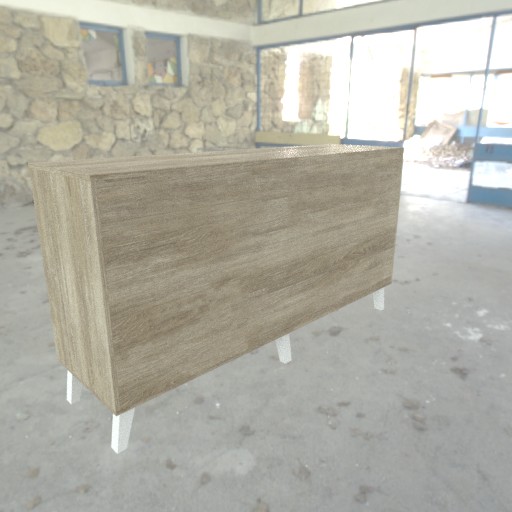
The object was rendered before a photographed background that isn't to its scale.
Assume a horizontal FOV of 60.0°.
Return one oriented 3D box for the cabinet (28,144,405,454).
[{"bbox_3d":[0.000,0.000,1.928,1.600,0.870,0.450,-16,23,-42],"label":"cabinet"}]
